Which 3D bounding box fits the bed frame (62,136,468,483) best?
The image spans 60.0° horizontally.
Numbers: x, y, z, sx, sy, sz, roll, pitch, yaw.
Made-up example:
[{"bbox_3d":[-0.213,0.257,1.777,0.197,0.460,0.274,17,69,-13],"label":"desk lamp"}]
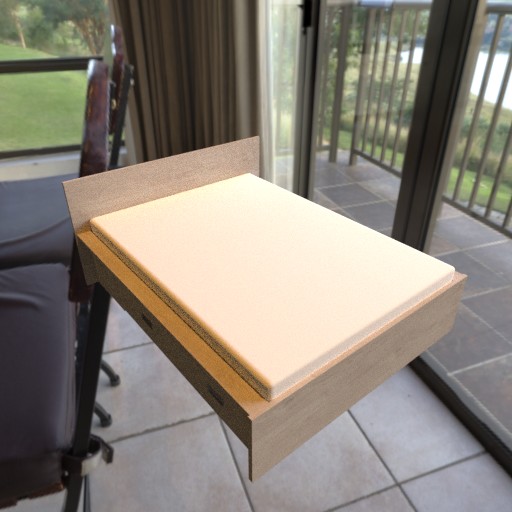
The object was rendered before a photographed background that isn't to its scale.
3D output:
[{"bbox_3d":[0.000,0.000,2.837,1.622,0.800,1.960,-23,38,-32],"label":"bed frame"}]
